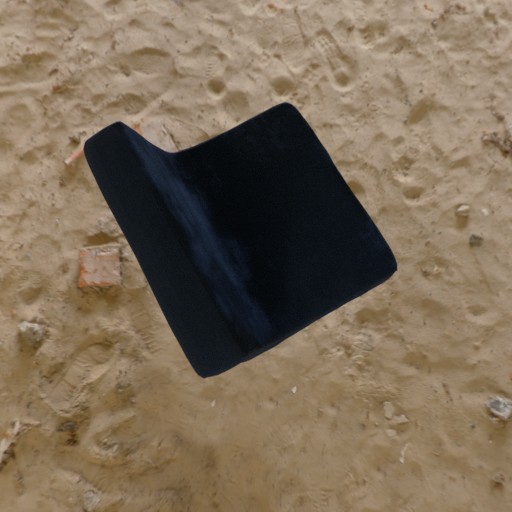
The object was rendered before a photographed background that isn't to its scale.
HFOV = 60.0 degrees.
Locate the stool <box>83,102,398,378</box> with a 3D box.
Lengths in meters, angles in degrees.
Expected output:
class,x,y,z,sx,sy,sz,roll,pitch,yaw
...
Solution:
class,x,y,z,sx,sy,sz,roll,pitch,yaw
stool,0.000,0.000,1.300,0.500,1.037,0.511,-29,78,-7
